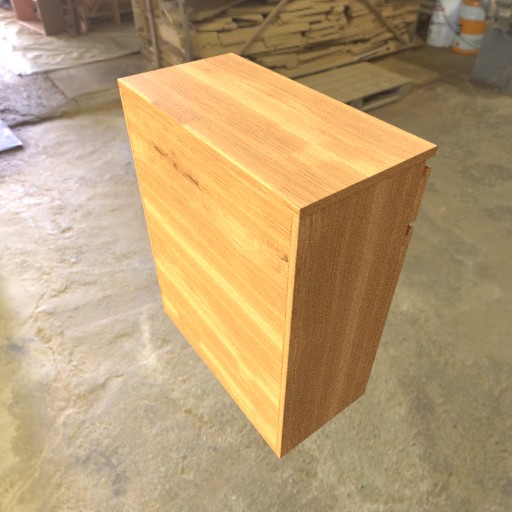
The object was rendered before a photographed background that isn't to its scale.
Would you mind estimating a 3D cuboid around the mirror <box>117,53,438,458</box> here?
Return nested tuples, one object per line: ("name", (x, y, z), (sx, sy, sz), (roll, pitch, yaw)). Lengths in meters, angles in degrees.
("mirror", (0.000, 0.000, 1.451), (0.400, 1.000, 0.800), (-26, 48, -27))
